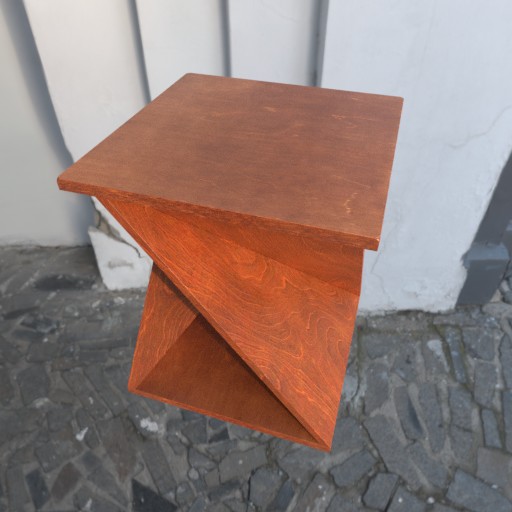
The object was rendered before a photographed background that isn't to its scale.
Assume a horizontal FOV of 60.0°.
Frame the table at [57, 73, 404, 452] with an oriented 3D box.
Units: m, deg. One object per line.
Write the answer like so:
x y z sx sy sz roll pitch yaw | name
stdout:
0.000 0.000 0.868 0.427 0.520 0.427 12 43 13 | table
